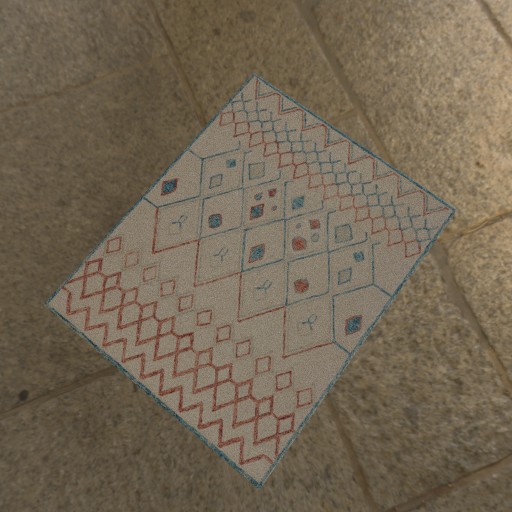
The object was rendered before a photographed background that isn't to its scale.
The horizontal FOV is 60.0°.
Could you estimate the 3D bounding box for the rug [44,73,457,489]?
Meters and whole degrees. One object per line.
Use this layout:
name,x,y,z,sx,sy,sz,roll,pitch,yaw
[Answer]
rug,0.000,0.000,4.074,2.441,0.016,3.050,37,78,9
